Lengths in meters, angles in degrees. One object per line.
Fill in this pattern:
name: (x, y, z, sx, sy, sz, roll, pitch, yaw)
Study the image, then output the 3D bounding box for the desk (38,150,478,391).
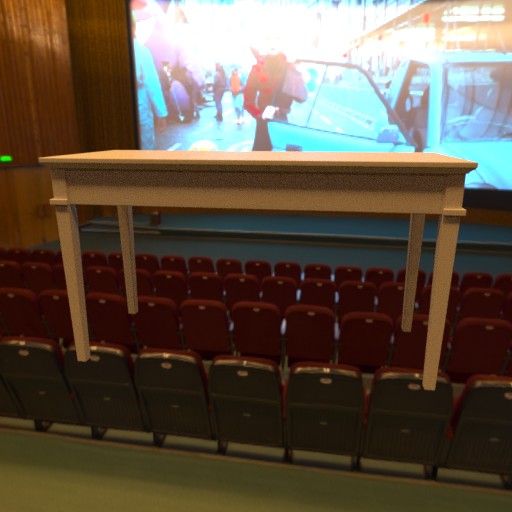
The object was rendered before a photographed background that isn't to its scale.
desk: (0.000, 0.000, 1.738, 1.372, 0.774, 0.559, 2, 16, 8)
